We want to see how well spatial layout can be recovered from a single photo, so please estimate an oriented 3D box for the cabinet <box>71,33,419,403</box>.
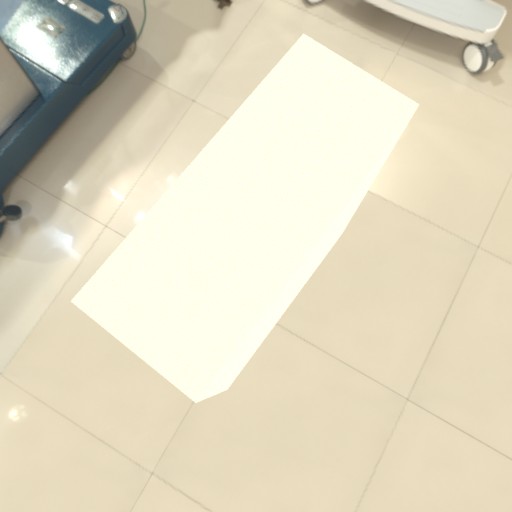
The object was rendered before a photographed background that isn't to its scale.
[{"bbox_3d":[0.000,0.000,1.748,0.400,1.190,1.000,36,78,9],"label":"cabinet"}]
